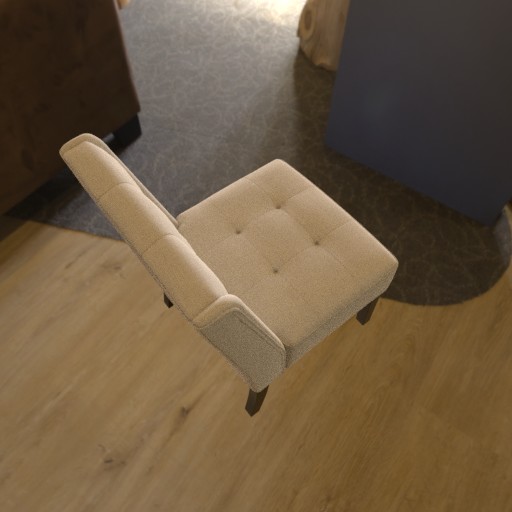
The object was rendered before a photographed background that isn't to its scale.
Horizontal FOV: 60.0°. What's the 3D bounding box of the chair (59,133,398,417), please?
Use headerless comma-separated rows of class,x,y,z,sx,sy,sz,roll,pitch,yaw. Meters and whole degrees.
chair,0.000,0.000,1.302,0.676,0.853,0.569,-33,62,-20
